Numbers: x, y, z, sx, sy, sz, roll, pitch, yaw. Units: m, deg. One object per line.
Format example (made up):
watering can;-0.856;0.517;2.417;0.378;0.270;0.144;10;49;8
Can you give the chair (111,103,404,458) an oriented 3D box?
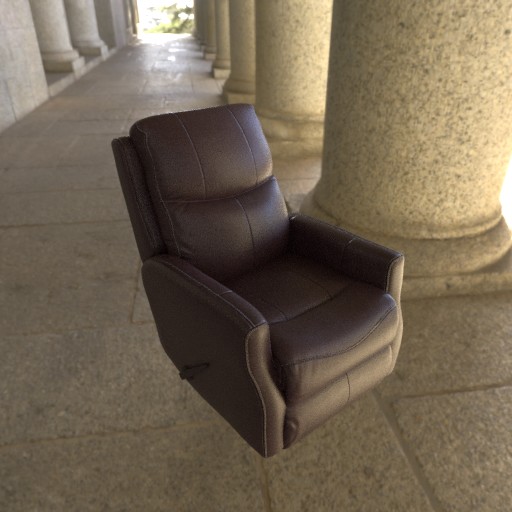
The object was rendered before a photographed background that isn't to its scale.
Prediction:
chair;0.000;0.000;1.795;0.829;1.030;1.080;-21;36;-32
